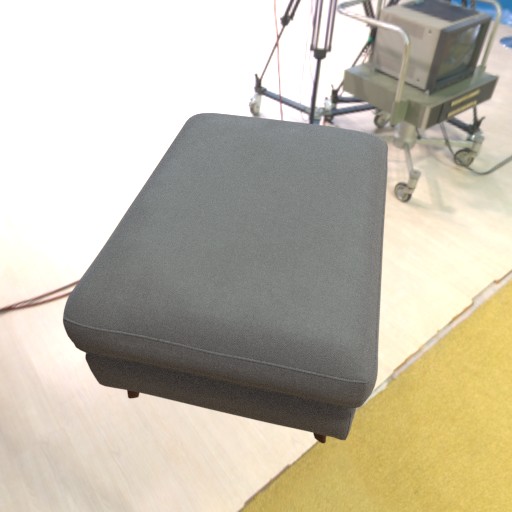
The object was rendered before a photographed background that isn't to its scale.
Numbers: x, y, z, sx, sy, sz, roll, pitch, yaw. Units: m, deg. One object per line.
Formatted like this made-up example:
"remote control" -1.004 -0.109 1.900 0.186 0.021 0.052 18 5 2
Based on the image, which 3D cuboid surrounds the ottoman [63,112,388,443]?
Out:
"ottoman" 0.000 0.000 1.156 0.608 0.449 0.811 10 47 9
